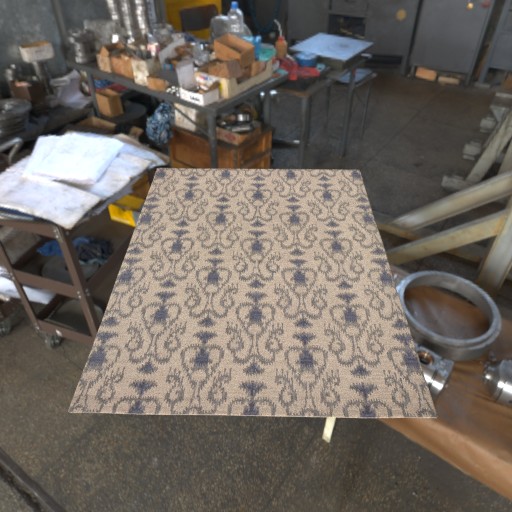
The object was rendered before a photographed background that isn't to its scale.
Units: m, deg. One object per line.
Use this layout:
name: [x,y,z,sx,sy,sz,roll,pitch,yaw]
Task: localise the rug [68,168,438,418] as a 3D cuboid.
rug: [0.000,0.000,4.118,2.437,0.015,3.205,1,41,1]
